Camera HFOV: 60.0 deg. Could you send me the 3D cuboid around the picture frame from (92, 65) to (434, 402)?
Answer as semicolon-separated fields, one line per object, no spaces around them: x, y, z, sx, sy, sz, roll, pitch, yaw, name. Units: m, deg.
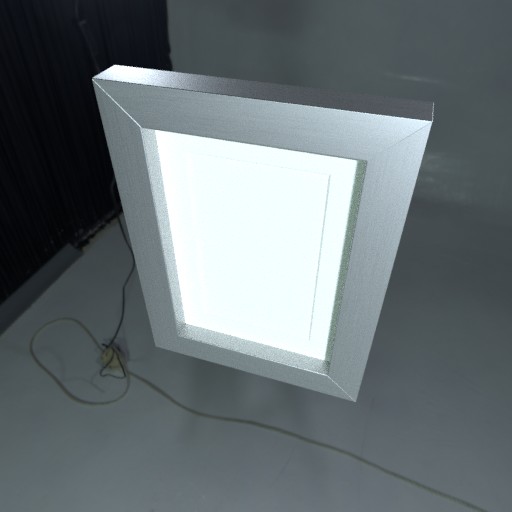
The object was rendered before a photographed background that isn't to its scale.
0.000;0.000;0.273;0.157;0.208;0.028;12;42;14;picture frame
